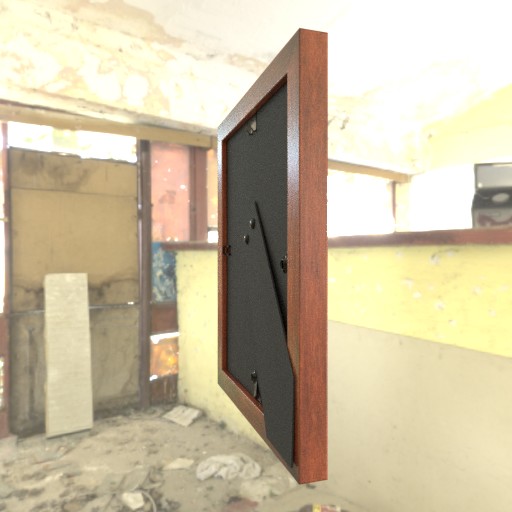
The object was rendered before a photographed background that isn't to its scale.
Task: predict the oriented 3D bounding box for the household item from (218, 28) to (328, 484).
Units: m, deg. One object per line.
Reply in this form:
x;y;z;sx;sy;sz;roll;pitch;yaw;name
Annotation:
0.000;0.000;0.340;0.020;0.250;0.200;0;0;-18;household item
